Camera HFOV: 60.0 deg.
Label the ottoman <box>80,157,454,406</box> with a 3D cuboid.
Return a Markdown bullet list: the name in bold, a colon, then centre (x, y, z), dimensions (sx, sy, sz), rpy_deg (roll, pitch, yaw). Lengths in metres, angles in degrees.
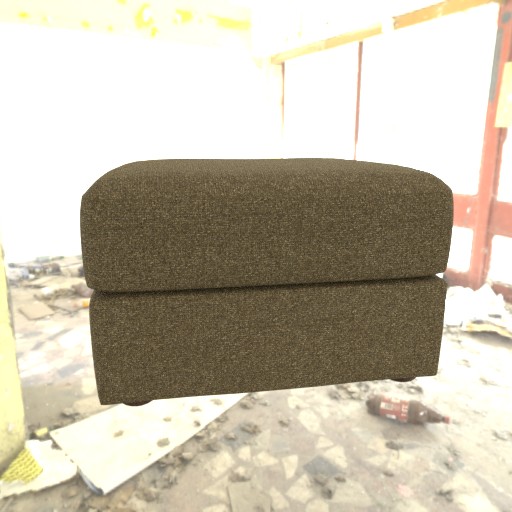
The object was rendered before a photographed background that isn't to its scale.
- **ottoman**: centre (0.000, 0.000, 1.120), dimensions (0.742, 0.476, 0.598), rpy_deg (-2, 15, -9)
